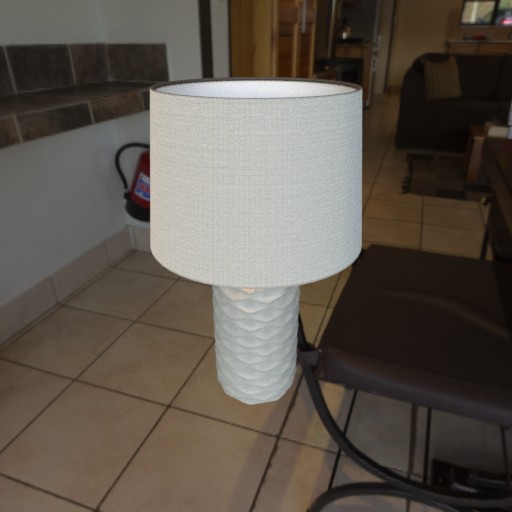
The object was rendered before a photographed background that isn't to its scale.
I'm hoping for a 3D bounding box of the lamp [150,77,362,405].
[{"bbox_3d":[0.000,0.000,0.823,0.376,0.594,0.376,0,26,0],"label":"lamp"}]
